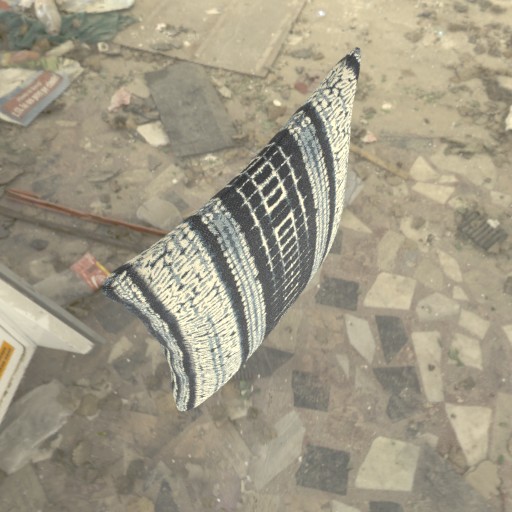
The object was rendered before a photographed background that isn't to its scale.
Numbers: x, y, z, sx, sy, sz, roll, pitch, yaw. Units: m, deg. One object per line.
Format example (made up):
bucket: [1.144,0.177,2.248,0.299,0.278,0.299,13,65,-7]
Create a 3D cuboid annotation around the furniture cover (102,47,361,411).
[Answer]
furniture cover: [0.000,0.000,0.642,0.133,0.435,0.425,33,63,19]
